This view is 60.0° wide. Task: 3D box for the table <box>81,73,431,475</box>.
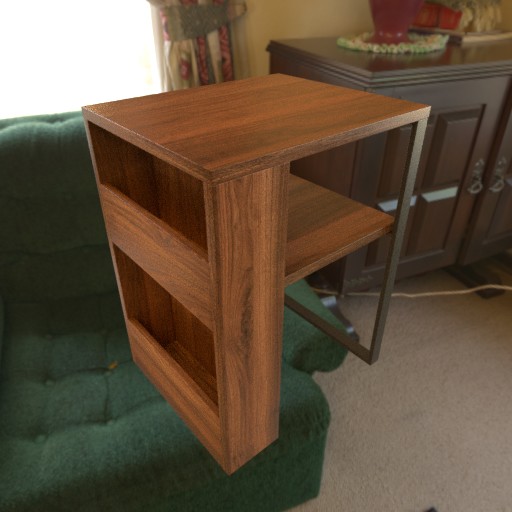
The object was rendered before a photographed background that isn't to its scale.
[{"bbox_3d":[0.000,0.000,1.577,0.786,1.041,0.660,-24,40,-33],"label":"table"}]
